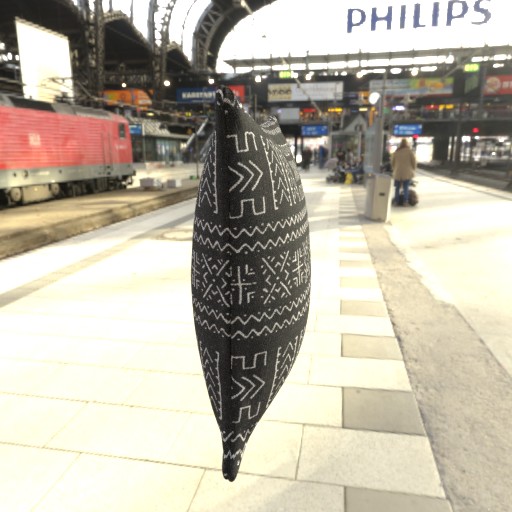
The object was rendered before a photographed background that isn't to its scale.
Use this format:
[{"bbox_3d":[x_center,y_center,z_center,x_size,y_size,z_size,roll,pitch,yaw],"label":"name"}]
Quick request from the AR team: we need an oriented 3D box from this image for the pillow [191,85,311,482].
[{"bbox_3d":[0.000,0.000,0.656,0.164,0.430,0.438,2,13,8],"label":"pillow"}]
